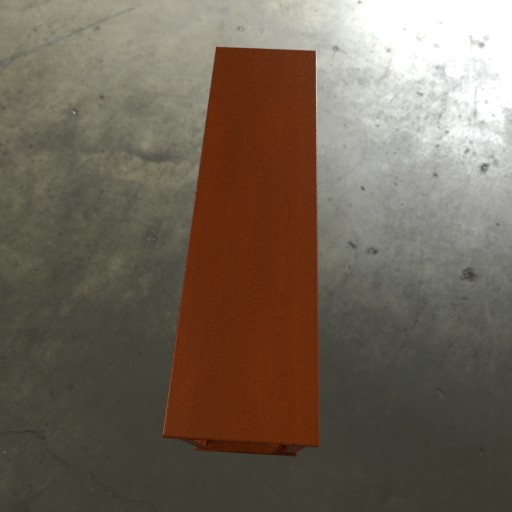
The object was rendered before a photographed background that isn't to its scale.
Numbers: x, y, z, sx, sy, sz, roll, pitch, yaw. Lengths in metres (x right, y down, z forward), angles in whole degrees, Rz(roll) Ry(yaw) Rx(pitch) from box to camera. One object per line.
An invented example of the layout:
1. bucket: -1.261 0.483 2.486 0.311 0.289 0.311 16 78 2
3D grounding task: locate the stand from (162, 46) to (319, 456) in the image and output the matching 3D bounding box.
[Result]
1. stand: 0.000 0.000 1.708 0.381 0.762 1.372 3 64 1
